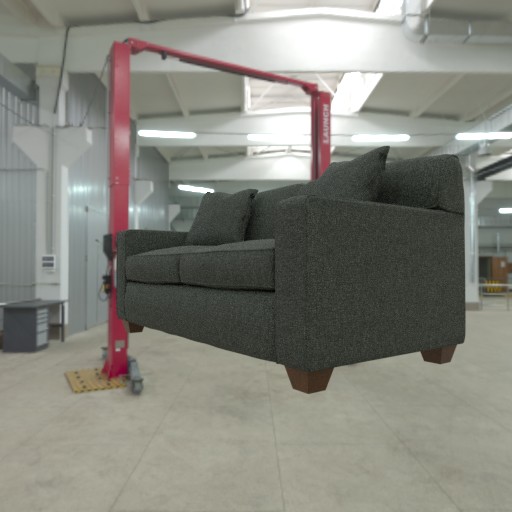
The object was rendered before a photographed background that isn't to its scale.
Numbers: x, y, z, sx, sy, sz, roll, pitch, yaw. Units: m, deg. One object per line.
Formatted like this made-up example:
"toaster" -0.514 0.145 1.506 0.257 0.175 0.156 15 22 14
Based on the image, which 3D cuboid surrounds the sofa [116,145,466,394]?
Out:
"sofa" 0.000 0.000 2.414 0.998 0.958 1.846 1 -2 -36
